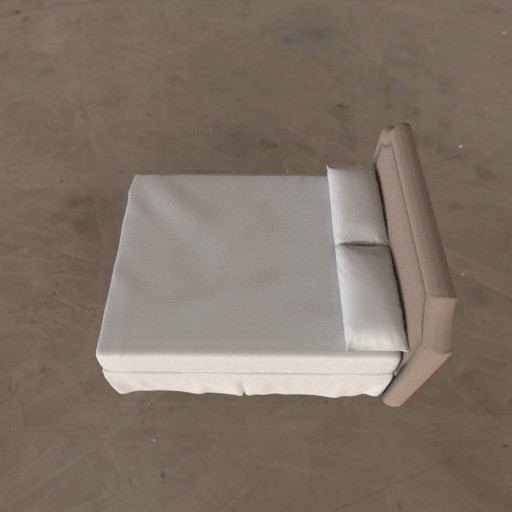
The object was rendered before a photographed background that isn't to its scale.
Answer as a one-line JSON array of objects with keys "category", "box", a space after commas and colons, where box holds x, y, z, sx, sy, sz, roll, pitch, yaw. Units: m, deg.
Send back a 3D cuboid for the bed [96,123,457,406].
[{"category": "bed", "box": [0.000, 0.000, 3.241, 2.164, 1.303, 1.828, 0, 57, 0]}]
